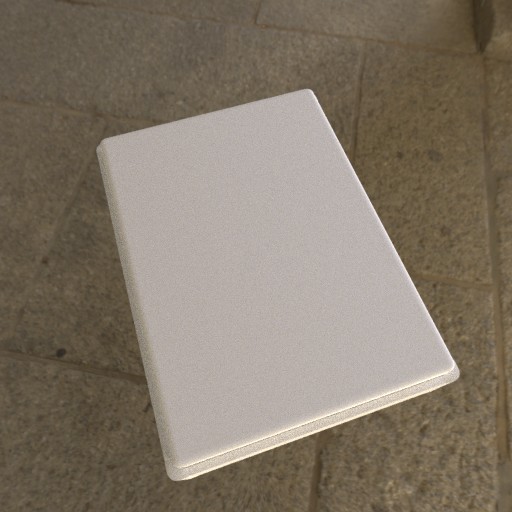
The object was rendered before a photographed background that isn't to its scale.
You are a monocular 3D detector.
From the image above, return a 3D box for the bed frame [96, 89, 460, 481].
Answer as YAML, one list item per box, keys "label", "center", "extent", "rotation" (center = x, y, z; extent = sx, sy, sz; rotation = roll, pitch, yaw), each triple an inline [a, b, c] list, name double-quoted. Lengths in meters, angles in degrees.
- label: "bed frame"
  center: [0.000, 0.000, 2.458]
  extent: [1.400, 0.406, 1.900]
  rotation: [-17, 65, -8]
